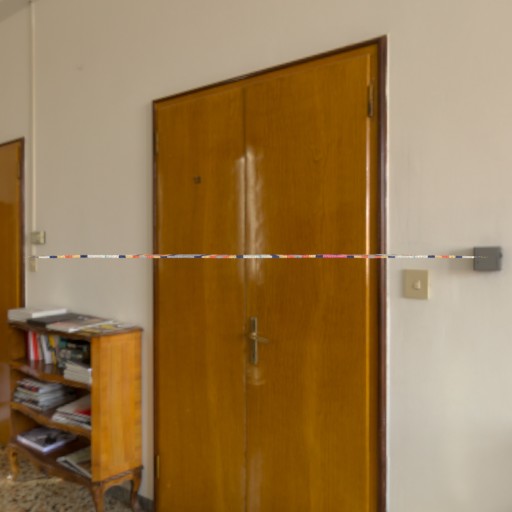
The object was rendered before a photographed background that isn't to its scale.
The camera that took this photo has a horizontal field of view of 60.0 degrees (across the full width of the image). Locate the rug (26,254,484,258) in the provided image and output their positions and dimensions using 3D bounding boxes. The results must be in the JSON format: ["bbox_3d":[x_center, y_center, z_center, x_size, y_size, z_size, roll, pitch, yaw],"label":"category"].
[{"bbox_3d":[0.000,0.000,2.678,2.455,0.017,0.695,0,1,-1],"label":"rug"}]
